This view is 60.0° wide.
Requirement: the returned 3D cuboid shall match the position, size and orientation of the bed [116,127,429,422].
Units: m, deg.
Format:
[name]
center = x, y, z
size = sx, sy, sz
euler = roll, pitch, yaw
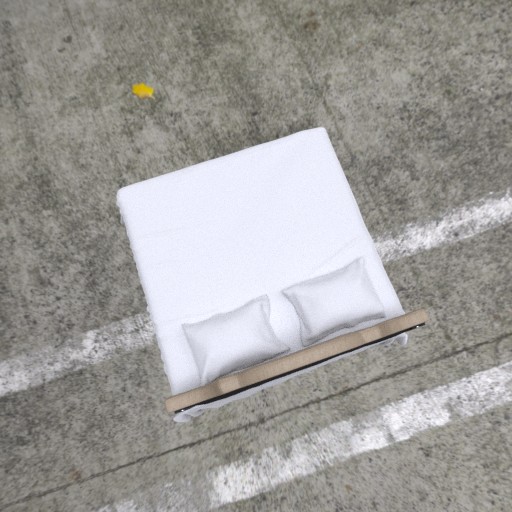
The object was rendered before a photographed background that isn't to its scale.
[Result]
[bed]
center = 0.000, 0.000, 3.745
size = 2.303, 1.631, 2.222
euler = -18, 76, -5
